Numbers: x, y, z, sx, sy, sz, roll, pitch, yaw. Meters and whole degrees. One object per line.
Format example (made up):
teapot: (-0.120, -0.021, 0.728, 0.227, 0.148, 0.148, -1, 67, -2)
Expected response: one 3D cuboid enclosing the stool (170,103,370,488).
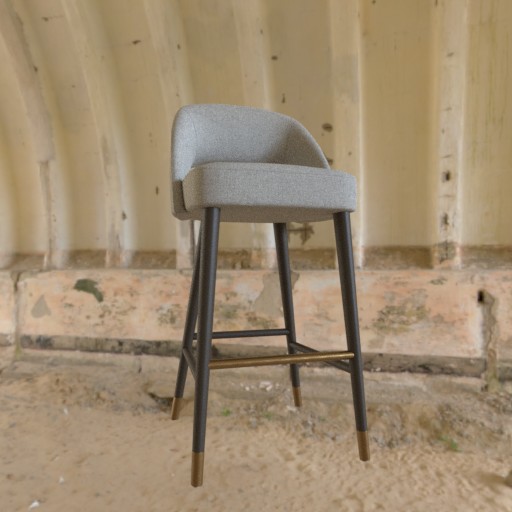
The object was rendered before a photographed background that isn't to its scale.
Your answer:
stool: (0.000, 0.000, 1.292, 0.494, 1.037, 0.509, 0, 0, -17)
